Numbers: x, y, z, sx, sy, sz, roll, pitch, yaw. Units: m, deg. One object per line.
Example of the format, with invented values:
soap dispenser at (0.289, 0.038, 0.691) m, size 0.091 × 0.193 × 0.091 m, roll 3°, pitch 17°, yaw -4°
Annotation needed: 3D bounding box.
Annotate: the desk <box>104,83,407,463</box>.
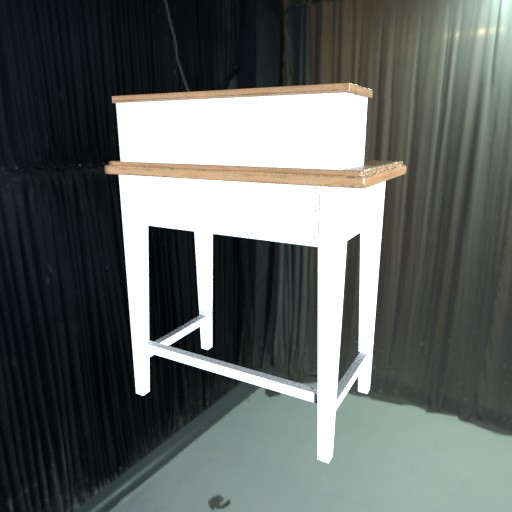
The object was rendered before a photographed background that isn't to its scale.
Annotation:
desk at (0.000, 0.000, 1.448) m, size 0.814 × 0.981 × 0.462 m, roll 8°, pitch 17°, yaw 28°
